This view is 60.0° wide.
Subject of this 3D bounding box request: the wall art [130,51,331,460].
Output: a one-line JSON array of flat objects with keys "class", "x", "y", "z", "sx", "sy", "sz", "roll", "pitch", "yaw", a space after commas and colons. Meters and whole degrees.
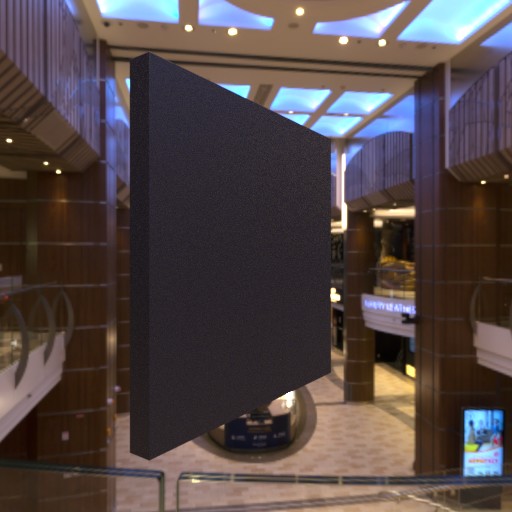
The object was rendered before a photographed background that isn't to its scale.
[{"class": "wall art", "x": 0.000, "y": 0.000, "z": 0.766, "sx": 0.038, "sy": 0.507, "sz": 0.507, "roll": 0, "pitch": 0, "yaw": 36}]
